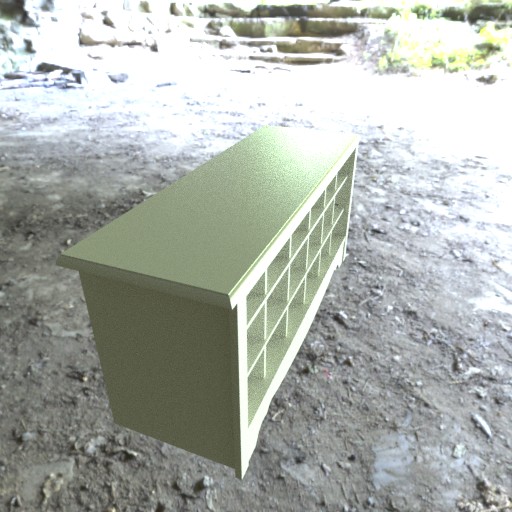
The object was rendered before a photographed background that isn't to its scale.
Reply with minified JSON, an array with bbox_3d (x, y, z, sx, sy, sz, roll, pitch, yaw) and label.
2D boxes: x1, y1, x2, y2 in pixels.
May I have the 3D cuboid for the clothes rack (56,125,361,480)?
[{"bbox_3d":[0.000,0.000,1.476,0.405,0.558,1.218,12,32,19],"label":"clothes rack"}]
